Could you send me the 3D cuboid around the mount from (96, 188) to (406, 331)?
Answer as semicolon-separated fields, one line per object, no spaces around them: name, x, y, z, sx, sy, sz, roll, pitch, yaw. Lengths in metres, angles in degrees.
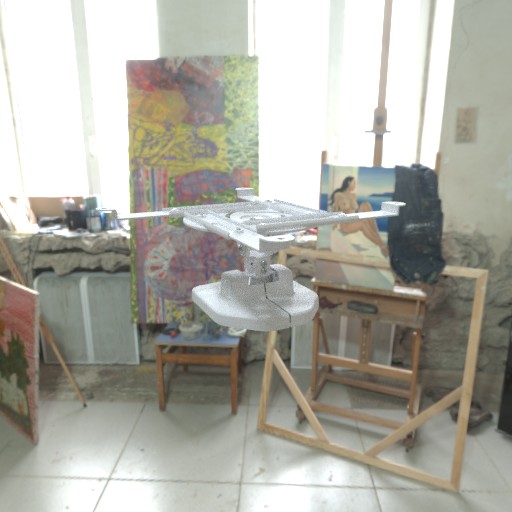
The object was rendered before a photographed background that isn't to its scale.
mount;0.000;0.000;0.618;0.394;0.141;0.394;-8;17;-26
